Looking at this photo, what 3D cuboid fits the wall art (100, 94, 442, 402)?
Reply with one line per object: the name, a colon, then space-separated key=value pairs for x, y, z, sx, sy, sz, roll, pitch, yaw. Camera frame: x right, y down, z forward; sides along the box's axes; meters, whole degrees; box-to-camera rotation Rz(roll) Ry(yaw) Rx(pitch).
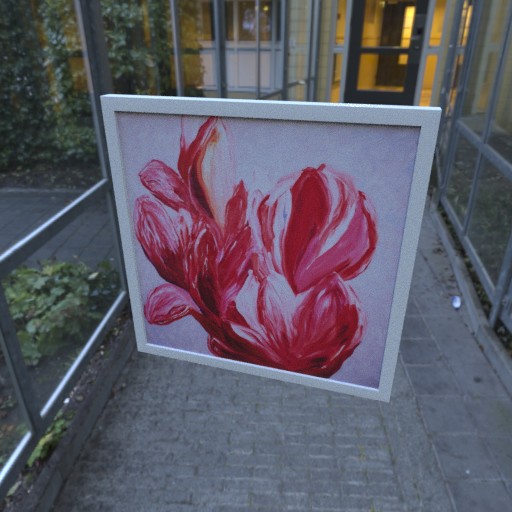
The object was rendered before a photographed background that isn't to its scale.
wall art: x=0.000 y=0.000 z=0.681 sx=0.455 sy=0.453 sz=0.023 roll=8 pitch=28 yaw=15
